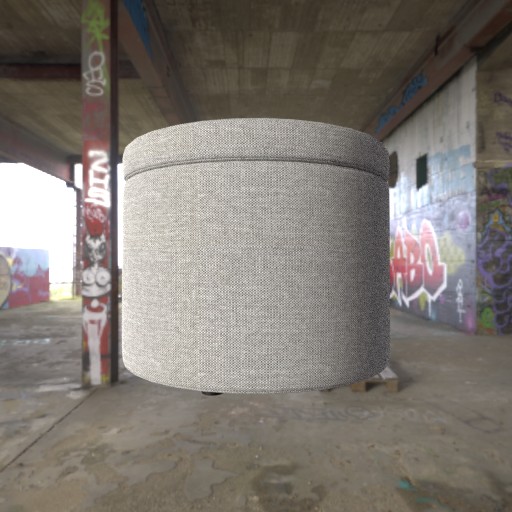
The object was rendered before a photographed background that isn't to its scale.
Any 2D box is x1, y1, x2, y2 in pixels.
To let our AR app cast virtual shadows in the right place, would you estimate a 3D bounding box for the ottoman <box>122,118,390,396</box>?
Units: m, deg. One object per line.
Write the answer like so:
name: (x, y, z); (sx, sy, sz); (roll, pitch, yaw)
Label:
ottoman: (0.000, 0.000, 0.865); (0.500, 0.419, 0.500); (0, -1, 0)
